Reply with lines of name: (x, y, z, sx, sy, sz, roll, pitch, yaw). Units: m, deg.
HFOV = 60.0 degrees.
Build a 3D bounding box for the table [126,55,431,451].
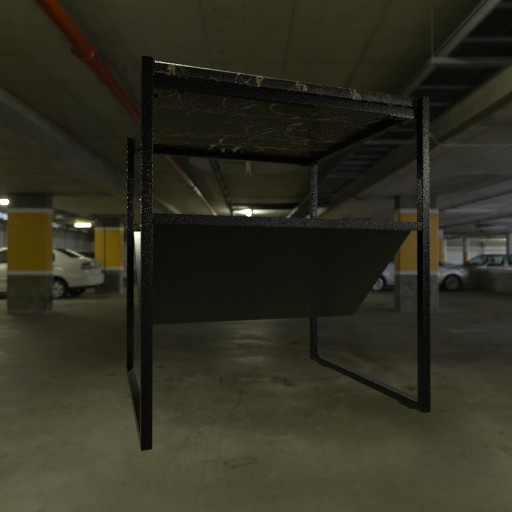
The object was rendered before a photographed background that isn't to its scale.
table: (0.000, 0.000, 0.869, 0.469, 0.534, 0.432, 0, -1, -19)
